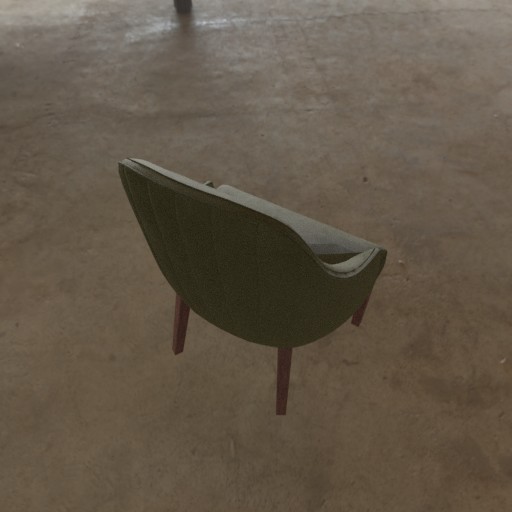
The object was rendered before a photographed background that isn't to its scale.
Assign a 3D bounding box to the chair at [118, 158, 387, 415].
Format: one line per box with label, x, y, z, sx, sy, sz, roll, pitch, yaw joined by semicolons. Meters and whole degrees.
chair;0.000;0.000;1.293;0.643;0.889;0.575;24;52;21
